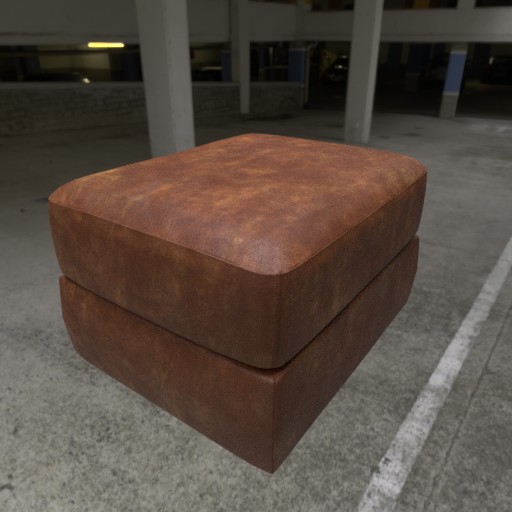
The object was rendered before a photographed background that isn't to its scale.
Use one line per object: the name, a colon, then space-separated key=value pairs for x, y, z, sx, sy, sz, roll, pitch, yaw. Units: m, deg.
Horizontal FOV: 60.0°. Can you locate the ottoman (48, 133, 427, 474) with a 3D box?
ottoman: x=0.000 y=0.000 z=1.096 sx=0.603 sy=0.476 sz=0.751 roll=18 pitch=31 yaw=32
